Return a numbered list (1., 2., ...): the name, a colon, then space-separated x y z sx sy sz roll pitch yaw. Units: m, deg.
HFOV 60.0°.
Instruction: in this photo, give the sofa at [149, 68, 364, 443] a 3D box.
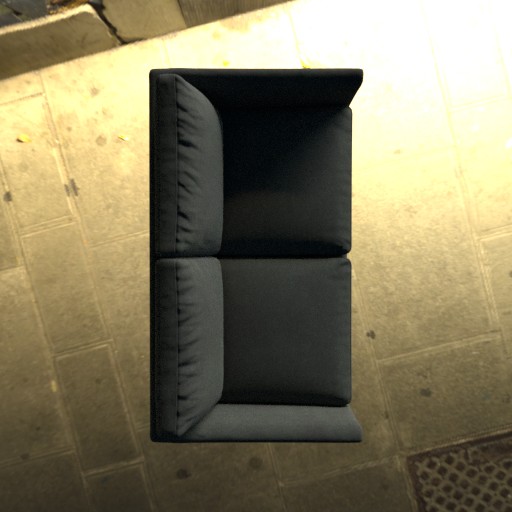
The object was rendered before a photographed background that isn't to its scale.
1. sofa: 0.000 0.000 2.442 1.091 0.845 1.909 0 91 0
